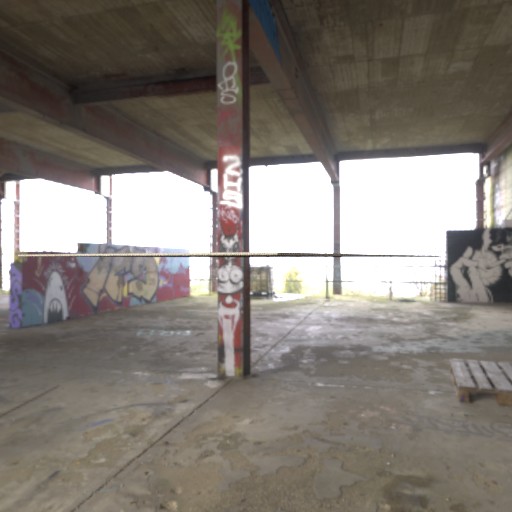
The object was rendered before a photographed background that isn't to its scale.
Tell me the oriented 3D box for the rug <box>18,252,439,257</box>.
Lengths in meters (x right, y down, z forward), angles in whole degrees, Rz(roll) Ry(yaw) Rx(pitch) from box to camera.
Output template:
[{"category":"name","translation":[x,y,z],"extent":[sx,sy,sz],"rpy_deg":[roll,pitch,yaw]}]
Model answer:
[{"category":"rug","translation":[0.000,0.000,4.017],"extent":[2.441,0.015,3.050],"rpy_deg":[0,0,36]}]
